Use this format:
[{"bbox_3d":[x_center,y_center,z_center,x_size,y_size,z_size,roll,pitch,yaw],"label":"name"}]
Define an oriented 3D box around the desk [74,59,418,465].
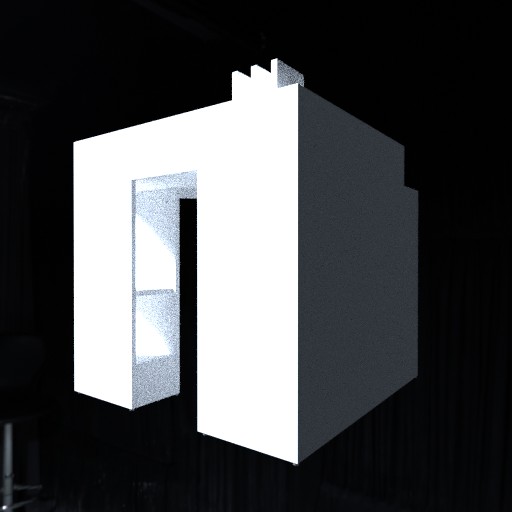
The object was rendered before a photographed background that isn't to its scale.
[{"bbox_3d":[0.000,0.000,1.701,0.940,0.986,0.940,0,1,36],"label":"desk"}]
